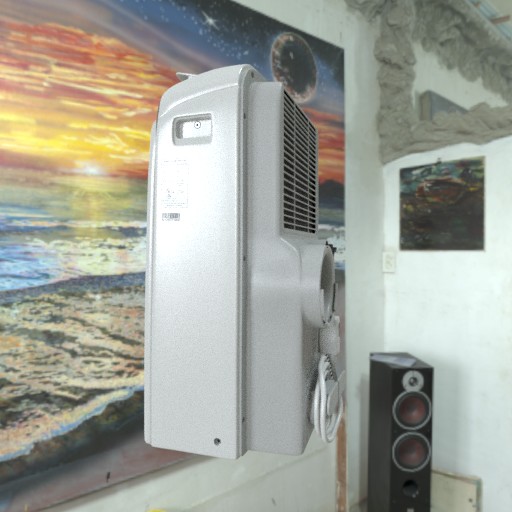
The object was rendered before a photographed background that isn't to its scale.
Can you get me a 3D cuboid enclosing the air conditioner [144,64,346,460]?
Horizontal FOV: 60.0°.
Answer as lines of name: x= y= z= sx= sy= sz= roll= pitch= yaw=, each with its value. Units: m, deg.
air conditioner: x=0.000 y=0.000 z=1.050 sx=0.414 sy=0.786 sz=0.449 roll=0 pitch=1 yaw=19
